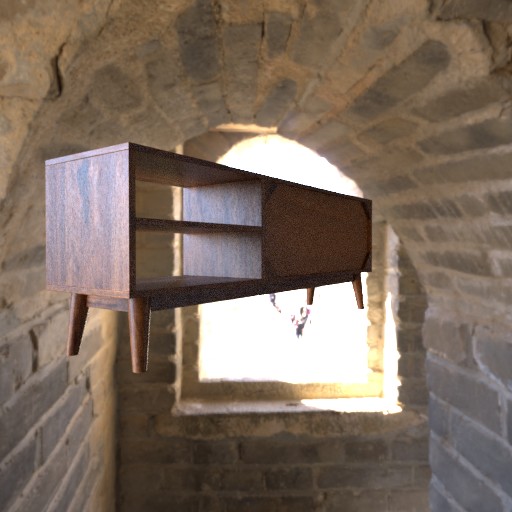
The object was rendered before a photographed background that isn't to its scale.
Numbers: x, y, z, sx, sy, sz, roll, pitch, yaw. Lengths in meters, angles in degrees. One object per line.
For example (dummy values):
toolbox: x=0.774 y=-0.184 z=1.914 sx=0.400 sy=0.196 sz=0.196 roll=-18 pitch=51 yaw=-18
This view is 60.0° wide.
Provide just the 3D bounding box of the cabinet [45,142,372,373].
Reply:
cabinet: x=0.000 y=0.000 z=1.677 sx=0.349 sy=0.528 sz=1.448 roll=1 pitch=1 yaw=36
